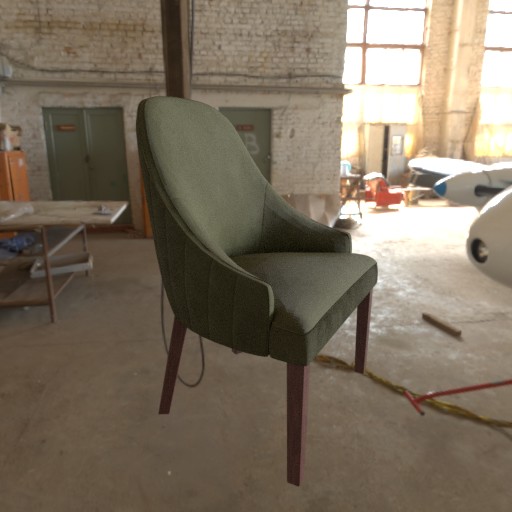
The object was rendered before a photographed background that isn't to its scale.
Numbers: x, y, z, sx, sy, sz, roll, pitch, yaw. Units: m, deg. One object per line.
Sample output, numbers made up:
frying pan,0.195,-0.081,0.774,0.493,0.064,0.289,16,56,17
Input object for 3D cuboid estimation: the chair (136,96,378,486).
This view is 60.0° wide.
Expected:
chair,0.000,0.000,1.281,0.575,0.889,0.643,8,17,27
